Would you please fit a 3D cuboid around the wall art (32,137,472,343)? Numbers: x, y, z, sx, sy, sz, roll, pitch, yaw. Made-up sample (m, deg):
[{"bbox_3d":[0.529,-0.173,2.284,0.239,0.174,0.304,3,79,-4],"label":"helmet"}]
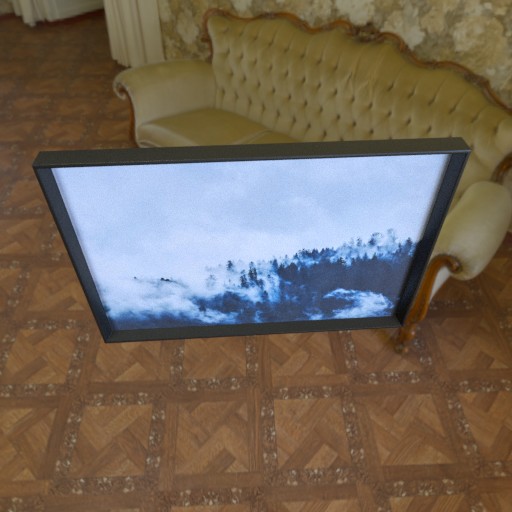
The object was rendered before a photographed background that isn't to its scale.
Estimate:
[{"bbox_3d":[0.000,0.000,1.186,0.939,0.640,0.058,-3,44,-3],"label":"wall art"}]
